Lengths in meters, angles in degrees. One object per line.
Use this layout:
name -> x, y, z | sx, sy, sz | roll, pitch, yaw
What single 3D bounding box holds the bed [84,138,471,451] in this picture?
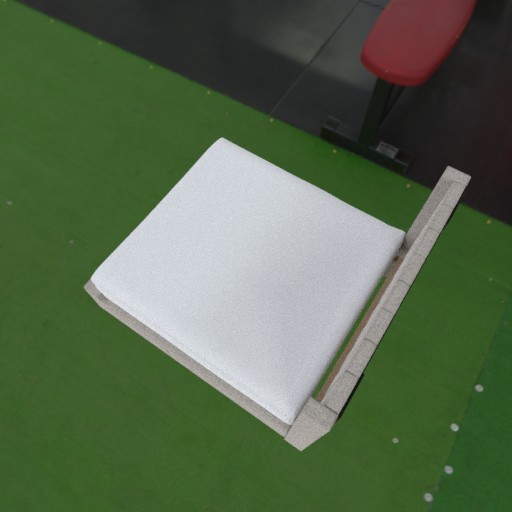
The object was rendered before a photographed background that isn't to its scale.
bed -> 0.000, 0.000, 3.832 | 2.372, 1.748, 2.044 | 31, 67, 15
